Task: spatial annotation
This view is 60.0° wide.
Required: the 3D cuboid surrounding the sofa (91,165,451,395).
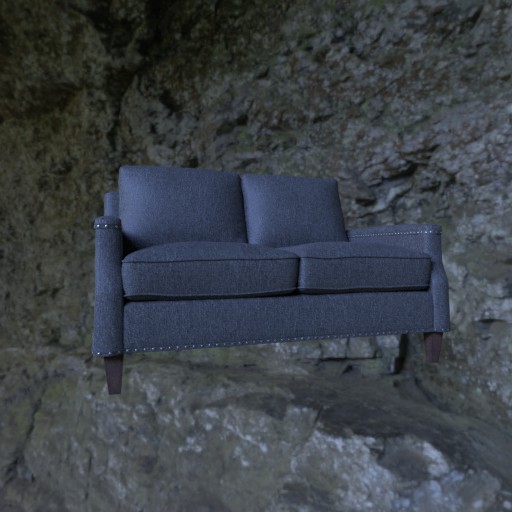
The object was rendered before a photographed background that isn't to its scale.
[{"bbox_3d":[0.000,0.000,2.316,1.597,1.003,1.084,0,1,-19],"label":"sofa"}]
